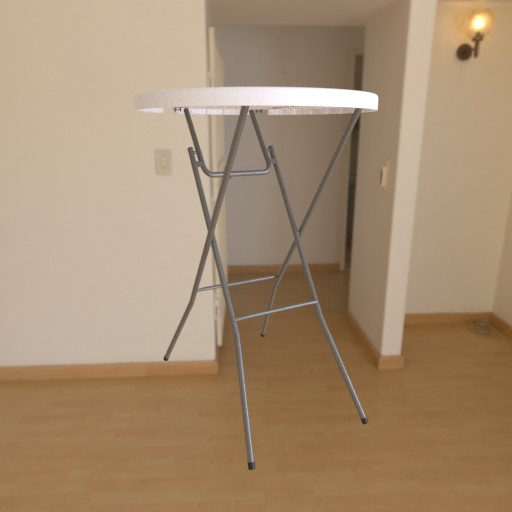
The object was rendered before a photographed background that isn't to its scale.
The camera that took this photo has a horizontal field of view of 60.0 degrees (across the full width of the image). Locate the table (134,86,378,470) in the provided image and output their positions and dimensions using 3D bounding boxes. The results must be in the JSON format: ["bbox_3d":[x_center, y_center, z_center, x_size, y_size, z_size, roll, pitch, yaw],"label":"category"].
[{"bbox_3d":[0.000,0.000,1.636,0.792,1.105,0.795,-9,18,-28],"label":"table"}]
